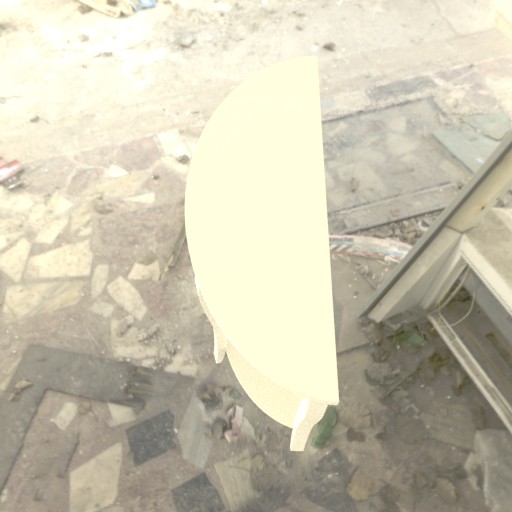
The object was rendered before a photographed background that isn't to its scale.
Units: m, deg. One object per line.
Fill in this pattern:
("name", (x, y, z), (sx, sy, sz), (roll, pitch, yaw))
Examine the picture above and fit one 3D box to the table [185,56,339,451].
("table", (0.000, 0.000, 1.589), (0.394, 0.780, 1.219), (2, 57, 1))
